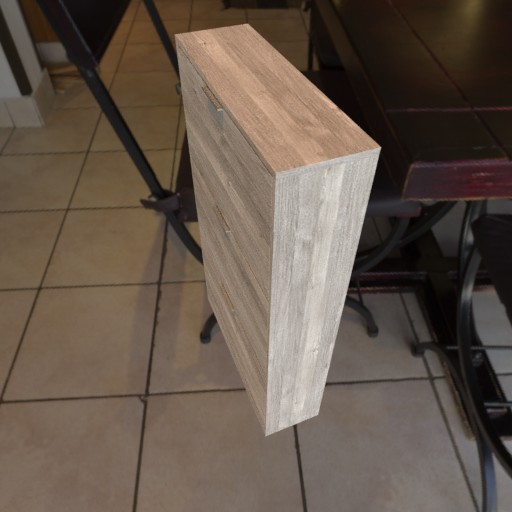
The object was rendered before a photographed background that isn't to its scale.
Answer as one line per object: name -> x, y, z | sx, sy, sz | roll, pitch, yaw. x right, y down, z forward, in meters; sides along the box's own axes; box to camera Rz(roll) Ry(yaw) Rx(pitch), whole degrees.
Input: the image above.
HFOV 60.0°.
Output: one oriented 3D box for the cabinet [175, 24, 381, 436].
cabinet -> 0.000, 0.000, 1.579 | 0.250, 1.280, 0.750 | -16, 49, -15
